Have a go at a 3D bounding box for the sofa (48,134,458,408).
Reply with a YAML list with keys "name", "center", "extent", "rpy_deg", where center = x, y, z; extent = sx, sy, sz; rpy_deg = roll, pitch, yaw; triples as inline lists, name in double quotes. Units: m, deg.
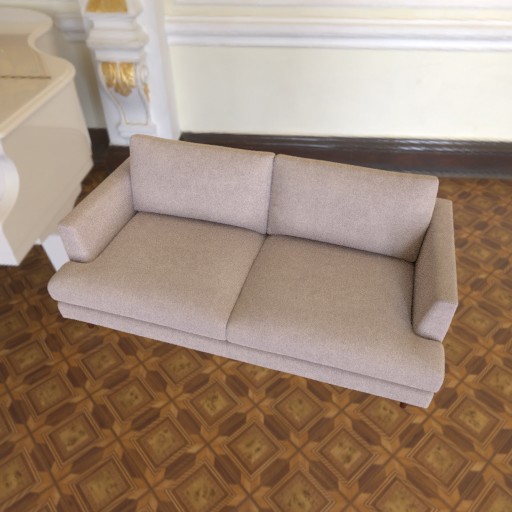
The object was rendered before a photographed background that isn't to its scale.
- name: "sofa"
  center: [0.000, 0.000, 2.399]
  extent: [1.948, 0.868, 1.020]
  rpy_deg: [11, 42, 13]
